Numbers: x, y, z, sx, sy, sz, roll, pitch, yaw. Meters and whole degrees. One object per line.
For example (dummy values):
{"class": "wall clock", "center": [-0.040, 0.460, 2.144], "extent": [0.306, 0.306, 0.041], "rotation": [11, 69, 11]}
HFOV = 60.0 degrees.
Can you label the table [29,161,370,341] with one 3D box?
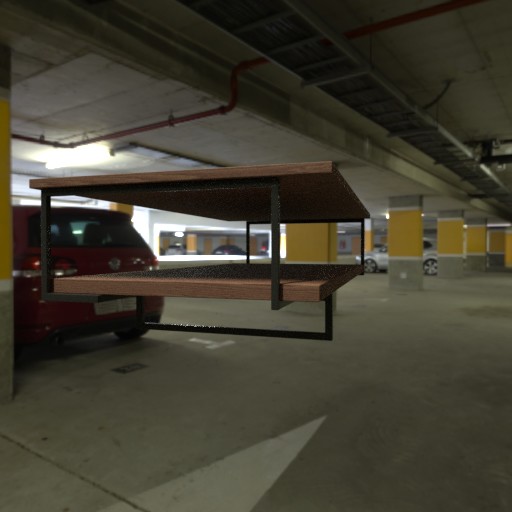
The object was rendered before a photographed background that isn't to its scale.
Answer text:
{"class": "table", "center": [0.000, 0.000, 1.432], "extent": [0.651, 0.347, 1.197], "rotation": [0, 1, 17]}
